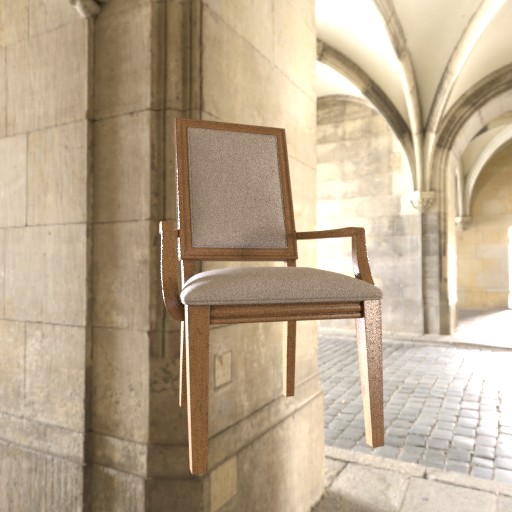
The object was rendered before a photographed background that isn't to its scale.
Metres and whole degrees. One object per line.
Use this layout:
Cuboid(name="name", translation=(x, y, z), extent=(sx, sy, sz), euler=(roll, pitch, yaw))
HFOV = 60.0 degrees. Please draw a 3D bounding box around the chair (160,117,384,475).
Cuboid(name="chair", translation=(0.000, 0.000, 1.360), extent=(0.606, 0.990, 0.602), euler=(0, -1, -18))
